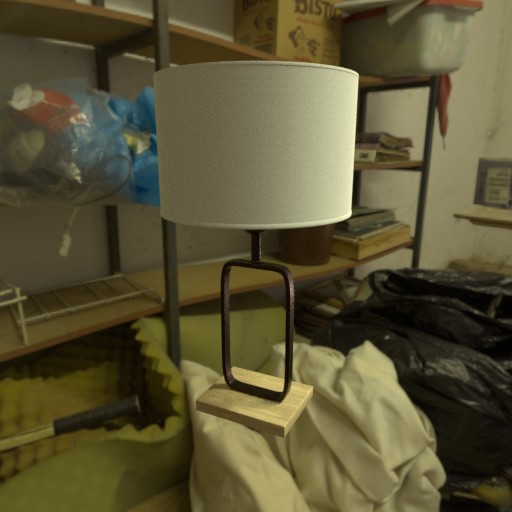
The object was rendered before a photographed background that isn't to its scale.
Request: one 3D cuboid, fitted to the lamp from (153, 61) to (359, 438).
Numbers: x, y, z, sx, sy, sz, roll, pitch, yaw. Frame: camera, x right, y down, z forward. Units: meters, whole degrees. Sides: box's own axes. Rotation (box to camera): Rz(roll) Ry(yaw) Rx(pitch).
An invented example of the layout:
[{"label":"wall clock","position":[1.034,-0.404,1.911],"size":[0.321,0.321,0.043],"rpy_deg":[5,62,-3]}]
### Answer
[{"label":"lamp","position":[0.000,0.000,0.678],"size":[0.279,0.508,0.279],"rpy_deg":[7,16,26]}]
